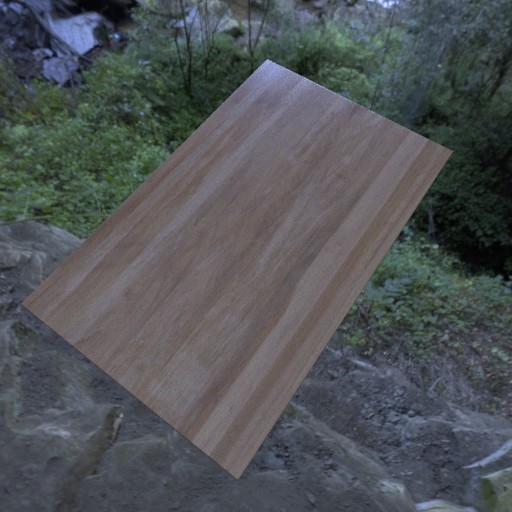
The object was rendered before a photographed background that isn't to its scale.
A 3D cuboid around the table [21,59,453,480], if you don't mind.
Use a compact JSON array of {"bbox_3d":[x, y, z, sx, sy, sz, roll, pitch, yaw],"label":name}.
[{"bbox_3d":[0.000,0.000,1.439,0.692,0.441,1.100,33,68,15],"label":"table"}]
